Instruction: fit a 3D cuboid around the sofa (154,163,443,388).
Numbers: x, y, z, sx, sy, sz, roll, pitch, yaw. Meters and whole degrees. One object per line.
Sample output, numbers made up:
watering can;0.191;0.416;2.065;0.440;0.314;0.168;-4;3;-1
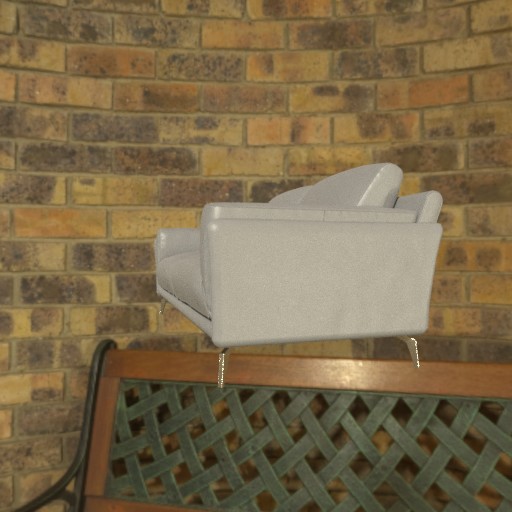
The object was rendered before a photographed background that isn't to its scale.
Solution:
sofa;0.000;0.000;2.691;1.049;0.930;2.101;0;0;-18
